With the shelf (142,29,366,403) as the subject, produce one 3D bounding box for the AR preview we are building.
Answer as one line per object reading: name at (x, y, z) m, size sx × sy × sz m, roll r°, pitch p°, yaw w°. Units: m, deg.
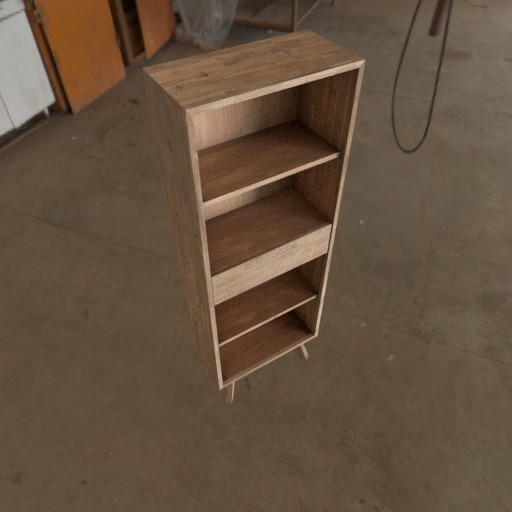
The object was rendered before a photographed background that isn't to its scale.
shelf at (0.000, 0.000, 1.559) m, size 0.491 × 1.342 × 0.267 m, roll -24°, pitch 50°, yaw -21°
